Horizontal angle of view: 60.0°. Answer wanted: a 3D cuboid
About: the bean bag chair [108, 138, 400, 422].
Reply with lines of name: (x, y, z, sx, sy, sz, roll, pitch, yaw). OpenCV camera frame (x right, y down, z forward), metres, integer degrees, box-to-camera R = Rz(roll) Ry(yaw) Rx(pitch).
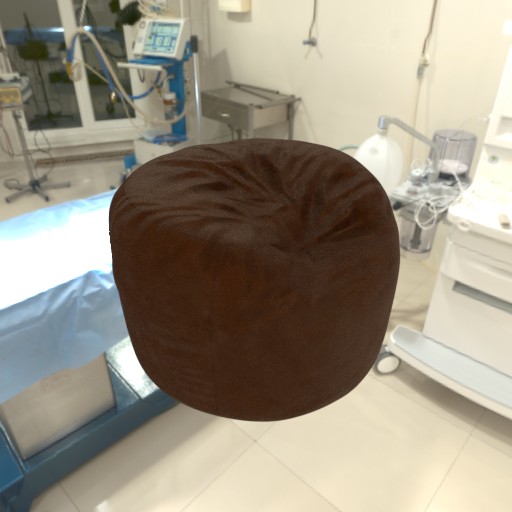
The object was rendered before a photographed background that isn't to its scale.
bean bag chair: (0.000, 0.000, 1.483, 0.918, 0.616, 0.918, 0, 32, 0)
